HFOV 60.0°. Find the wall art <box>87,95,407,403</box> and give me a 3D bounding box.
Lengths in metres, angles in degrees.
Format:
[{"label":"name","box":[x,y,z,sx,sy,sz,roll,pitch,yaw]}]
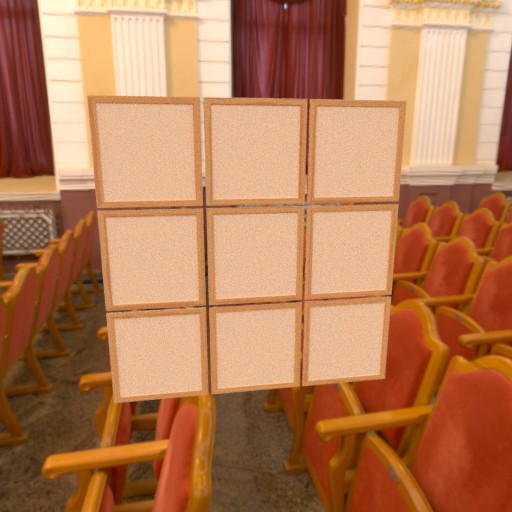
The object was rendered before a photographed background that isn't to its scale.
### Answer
[{"label":"wall art","box":[0.000,0.000,2.277,1.519,1.534,0.013,-2,14,-9]}]
